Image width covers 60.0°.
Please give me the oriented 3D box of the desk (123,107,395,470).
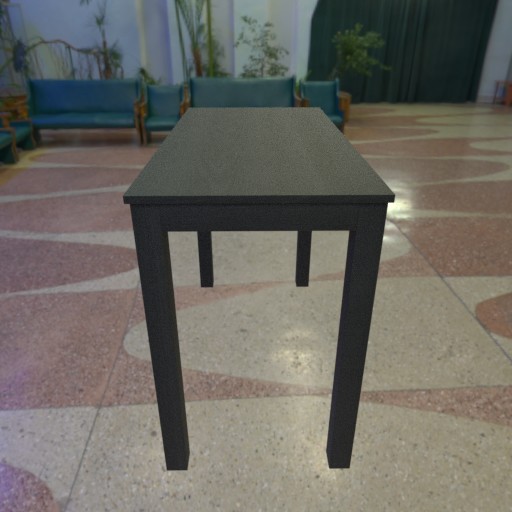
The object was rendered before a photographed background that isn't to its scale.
[{"bbox_3d":[0.000,0.000,1.424,0.499,0.762,0.991,0,27,-1],"label":"desk"}]
